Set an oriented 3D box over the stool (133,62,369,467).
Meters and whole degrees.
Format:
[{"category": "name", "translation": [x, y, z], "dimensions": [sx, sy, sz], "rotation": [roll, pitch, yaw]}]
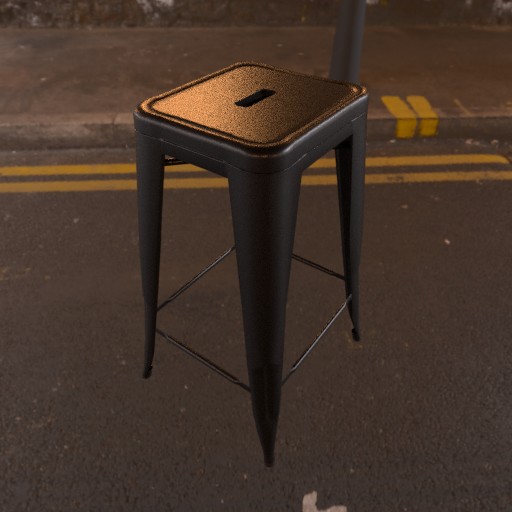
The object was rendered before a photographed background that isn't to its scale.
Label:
[{"category": "stool", "translation": [0.000, 0.000, 0.844], "dimensions": [0.359, 0.609, 0.399], "rotation": [24, 45, 27]}]
